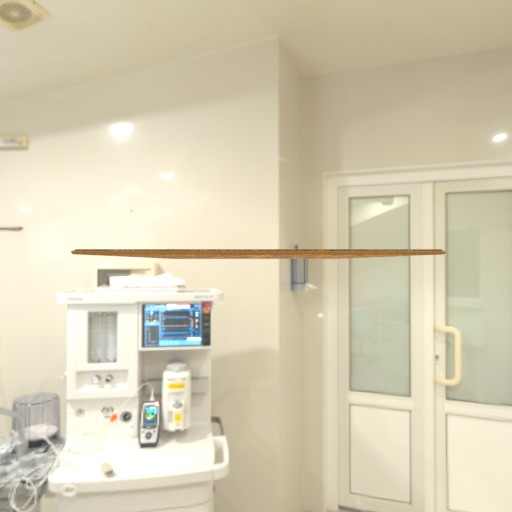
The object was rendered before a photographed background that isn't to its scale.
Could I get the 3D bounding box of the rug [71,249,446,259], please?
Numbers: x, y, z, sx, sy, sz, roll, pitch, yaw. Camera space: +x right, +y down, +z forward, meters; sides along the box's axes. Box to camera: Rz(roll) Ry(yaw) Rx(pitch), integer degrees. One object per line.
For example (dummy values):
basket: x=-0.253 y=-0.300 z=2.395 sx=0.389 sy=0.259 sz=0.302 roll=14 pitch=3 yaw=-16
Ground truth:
rug: x=0.000 y=0.000 z=1.087 sx=0.557 sy=0.008 sz=0.863 roll=0 pitch=-1 yaw=-1
